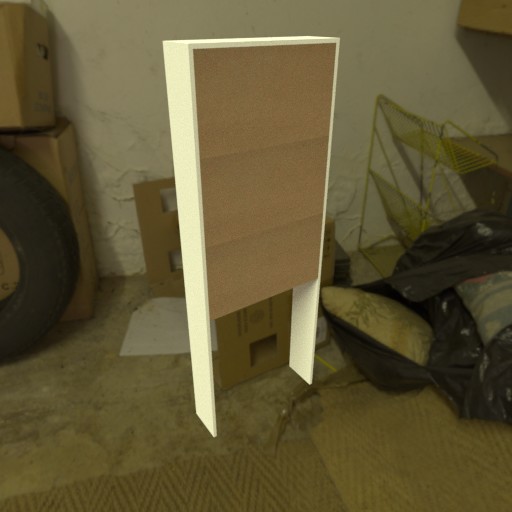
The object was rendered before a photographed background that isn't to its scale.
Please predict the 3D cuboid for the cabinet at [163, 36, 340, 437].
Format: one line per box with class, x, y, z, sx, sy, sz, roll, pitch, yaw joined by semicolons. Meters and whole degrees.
cabinet;0.000;0.000;2.013;0.643;1.770;0.192;-18;34;-30
